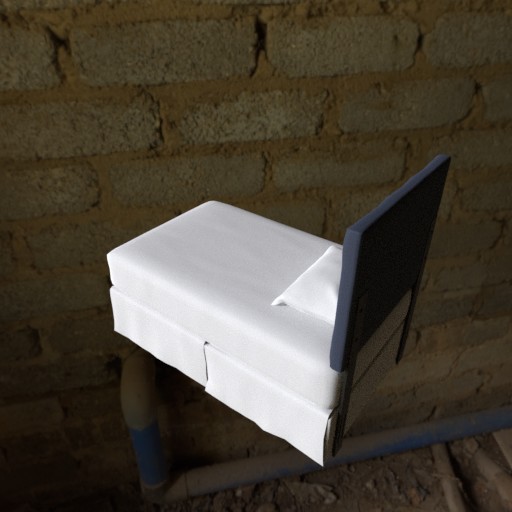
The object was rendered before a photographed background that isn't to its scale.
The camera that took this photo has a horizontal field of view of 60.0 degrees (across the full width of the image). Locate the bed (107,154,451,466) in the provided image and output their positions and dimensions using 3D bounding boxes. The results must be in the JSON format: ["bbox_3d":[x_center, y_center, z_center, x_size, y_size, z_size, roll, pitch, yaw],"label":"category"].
[{"bbox_3d":[0.000,0.000,3.083,1.997,1.571,1.261,23,39,31],"label":"bed"}]
